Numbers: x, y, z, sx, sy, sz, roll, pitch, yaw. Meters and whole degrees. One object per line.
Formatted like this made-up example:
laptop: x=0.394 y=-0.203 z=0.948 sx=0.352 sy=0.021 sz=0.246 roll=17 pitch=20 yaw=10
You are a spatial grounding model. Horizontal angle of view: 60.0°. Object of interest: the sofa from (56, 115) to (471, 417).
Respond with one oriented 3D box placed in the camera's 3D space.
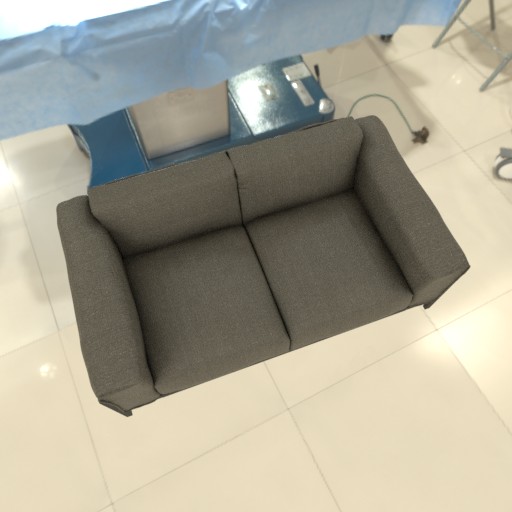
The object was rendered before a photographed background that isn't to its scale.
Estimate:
sofa: x=0.000 y=0.000 z=2.192 sx=1.690 sy=0.656 sz=0.960 roll=-18 pitch=65 yaw=-9
